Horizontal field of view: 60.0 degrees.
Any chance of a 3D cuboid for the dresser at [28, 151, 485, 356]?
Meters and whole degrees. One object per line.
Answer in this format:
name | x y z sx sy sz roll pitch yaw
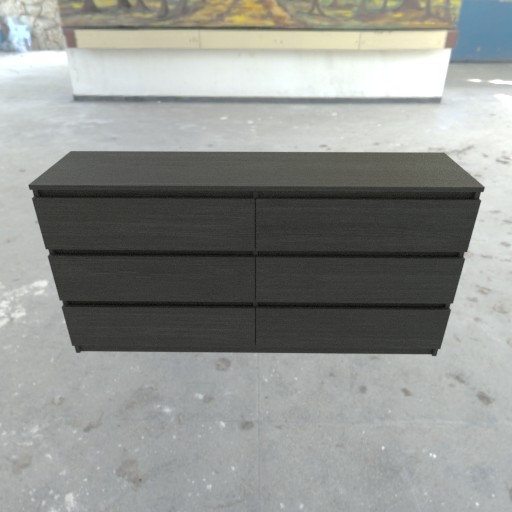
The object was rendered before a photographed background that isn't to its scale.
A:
dresser | 0.000 0.000 1.915 1.590 0.795 0.400 0 30 1
